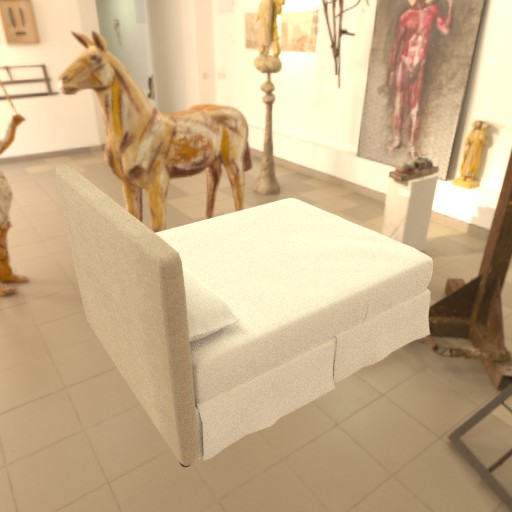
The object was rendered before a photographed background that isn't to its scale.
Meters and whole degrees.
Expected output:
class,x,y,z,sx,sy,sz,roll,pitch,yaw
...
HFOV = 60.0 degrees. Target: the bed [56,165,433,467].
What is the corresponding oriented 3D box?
class,x,y,z,sx,sy,sz,roll,pitch,yaw
bed,0.000,0.000,3.200,2.162,1.330,1.713,-18,33,-31
